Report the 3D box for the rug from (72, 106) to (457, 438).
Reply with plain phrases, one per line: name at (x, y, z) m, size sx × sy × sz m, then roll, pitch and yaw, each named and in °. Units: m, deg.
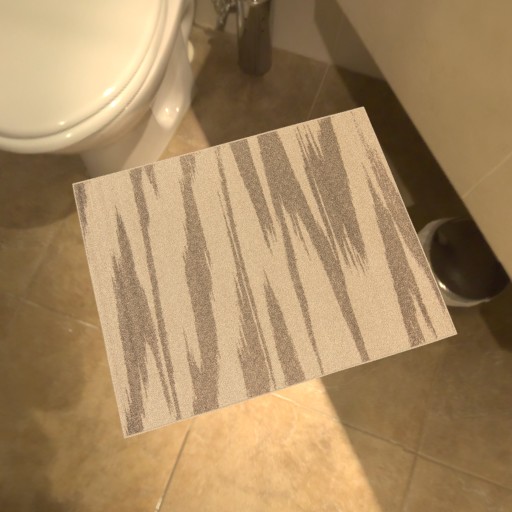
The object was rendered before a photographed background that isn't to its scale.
rug at (0.000, 0.000, 4.014) m, size 2.945 × 0.014 × 2.353 m, roll -16°, pitch 75°, yaw -4°
